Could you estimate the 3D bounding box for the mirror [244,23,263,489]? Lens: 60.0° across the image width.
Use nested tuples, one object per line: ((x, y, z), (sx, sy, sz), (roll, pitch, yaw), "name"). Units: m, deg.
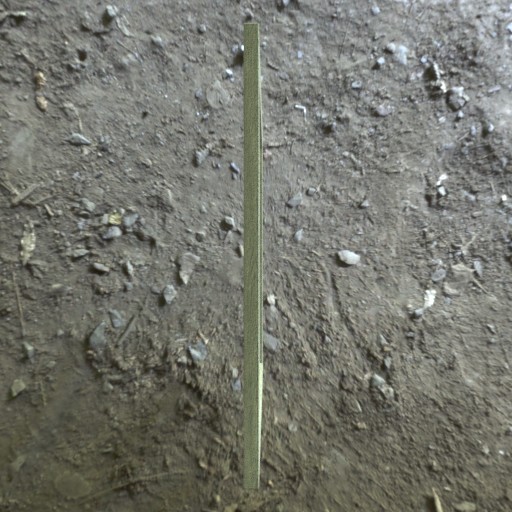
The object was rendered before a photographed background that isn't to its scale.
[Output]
((0.000, 0.000, 1.139), (0.028, 0.689, 0.839), (0, 90, 1), "mirror")
